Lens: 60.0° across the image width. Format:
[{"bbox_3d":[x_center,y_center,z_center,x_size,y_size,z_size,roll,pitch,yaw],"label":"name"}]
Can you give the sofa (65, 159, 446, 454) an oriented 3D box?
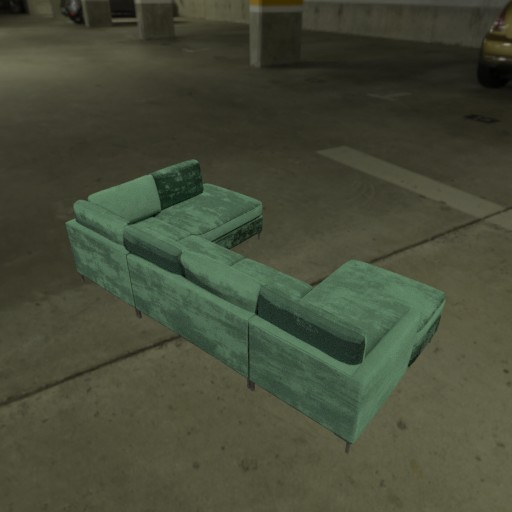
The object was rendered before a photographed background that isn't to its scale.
[{"bbox_3d":[0.000,0.000,4.403,3.434,0.992,2.055,23,38,33],"label":"sofa"}]
